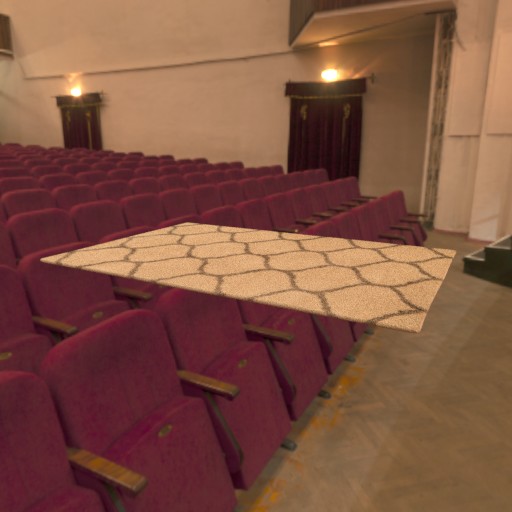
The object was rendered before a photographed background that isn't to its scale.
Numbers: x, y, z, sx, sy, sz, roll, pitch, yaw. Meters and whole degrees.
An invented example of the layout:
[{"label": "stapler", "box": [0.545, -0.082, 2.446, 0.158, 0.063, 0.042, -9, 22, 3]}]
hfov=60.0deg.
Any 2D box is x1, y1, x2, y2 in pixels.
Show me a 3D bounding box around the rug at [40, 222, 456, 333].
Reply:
[{"label": "rug", "box": [0.000, 0.000, 3.435, 2.701, 0.026, 1.801, 8, 16, 28]}]
